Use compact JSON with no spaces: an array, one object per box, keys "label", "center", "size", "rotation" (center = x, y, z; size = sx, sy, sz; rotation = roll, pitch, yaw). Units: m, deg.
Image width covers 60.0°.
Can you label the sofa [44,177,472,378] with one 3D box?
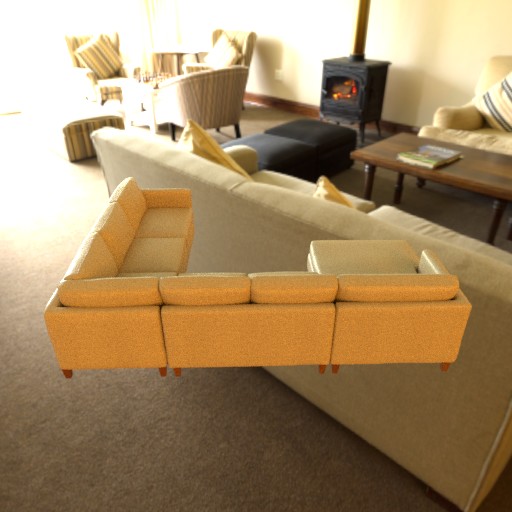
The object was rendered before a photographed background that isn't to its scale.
[{"label":"sofa","center":[0.000,0.000,4.730],"size":[3.460,0.961,2.594],"rotation":[-1,31,-1]}]
